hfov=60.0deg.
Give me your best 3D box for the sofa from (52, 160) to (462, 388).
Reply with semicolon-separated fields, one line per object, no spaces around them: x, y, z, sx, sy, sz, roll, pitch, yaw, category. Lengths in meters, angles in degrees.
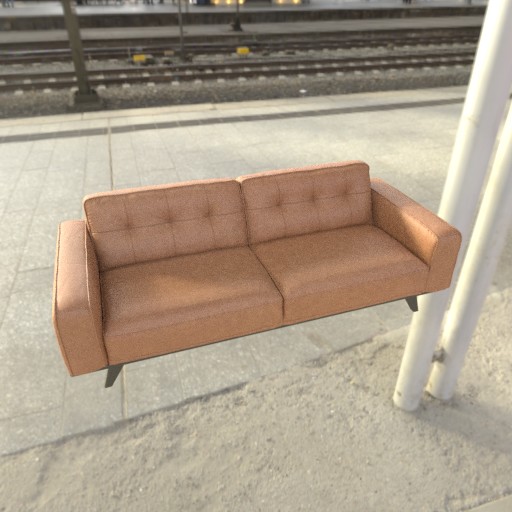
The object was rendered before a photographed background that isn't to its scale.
0.000;0.000;2.731;2.270;0.780;0.953;-10;33;-16;sofa
